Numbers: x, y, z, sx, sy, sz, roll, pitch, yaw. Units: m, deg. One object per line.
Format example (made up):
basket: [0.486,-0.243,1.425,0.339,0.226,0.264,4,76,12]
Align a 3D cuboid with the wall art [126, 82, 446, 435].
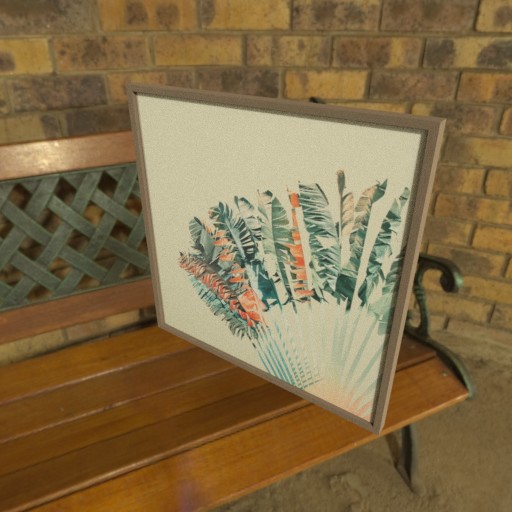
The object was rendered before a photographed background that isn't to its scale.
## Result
wall art: [0.000,0.000,1.114,0.761,0.758,0.038,18,34,30]
